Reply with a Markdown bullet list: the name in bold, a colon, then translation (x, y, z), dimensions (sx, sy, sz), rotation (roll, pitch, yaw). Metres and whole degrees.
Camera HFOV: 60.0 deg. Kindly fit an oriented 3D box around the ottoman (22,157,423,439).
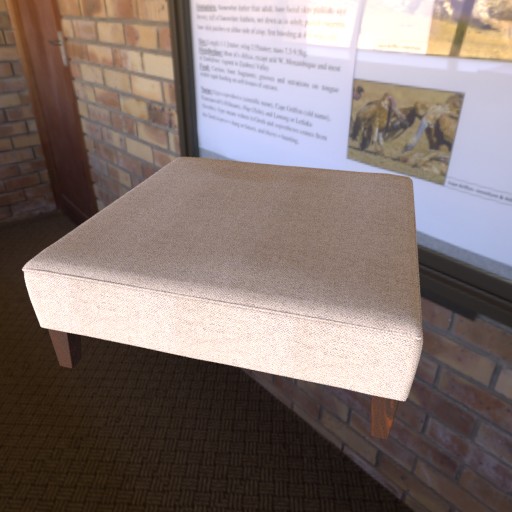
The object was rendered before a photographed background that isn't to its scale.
- **ottoman**: translation (0.000, 0.000, 1.479), dimensions (0.982, 0.381, 0.973), rotation (8, 31, 14)
